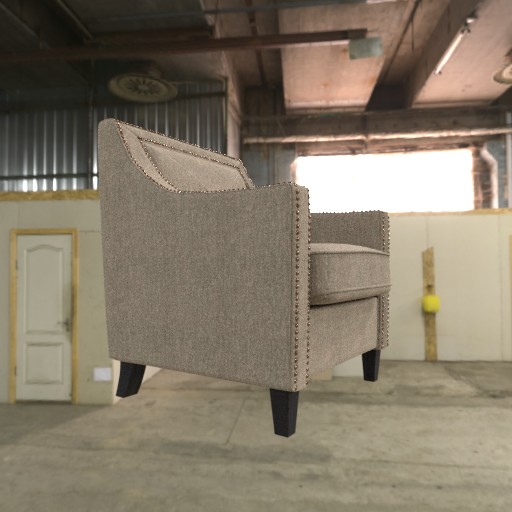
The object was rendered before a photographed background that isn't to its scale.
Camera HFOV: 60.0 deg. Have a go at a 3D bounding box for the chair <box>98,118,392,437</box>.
[{"bbox_3d":[0.000,0.000,1.642,0.884,0.967,0.776,-1,-1,34],"label":"chair"}]
